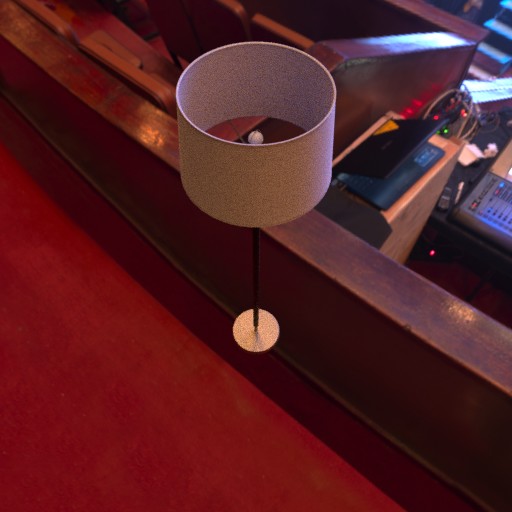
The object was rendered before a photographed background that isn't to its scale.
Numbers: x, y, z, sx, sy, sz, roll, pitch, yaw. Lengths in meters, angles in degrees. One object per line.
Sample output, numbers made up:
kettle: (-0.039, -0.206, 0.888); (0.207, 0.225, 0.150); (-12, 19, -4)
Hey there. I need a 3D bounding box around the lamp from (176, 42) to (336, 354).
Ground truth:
lamp: (0.000, 0.000, 1.635); (0.420, 1.447, 0.420); (0, 58, 0)
